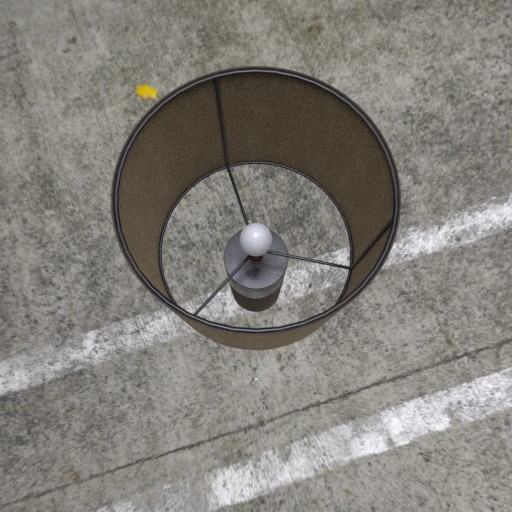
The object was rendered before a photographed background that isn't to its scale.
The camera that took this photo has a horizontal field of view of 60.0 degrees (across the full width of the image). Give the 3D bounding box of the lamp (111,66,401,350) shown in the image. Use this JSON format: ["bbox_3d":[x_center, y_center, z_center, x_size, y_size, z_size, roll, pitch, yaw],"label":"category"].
[{"bbox_3d":[0.000,0.000,0.477,0.202,0.350,0.202,0,74,0],"label":"lamp"}]
